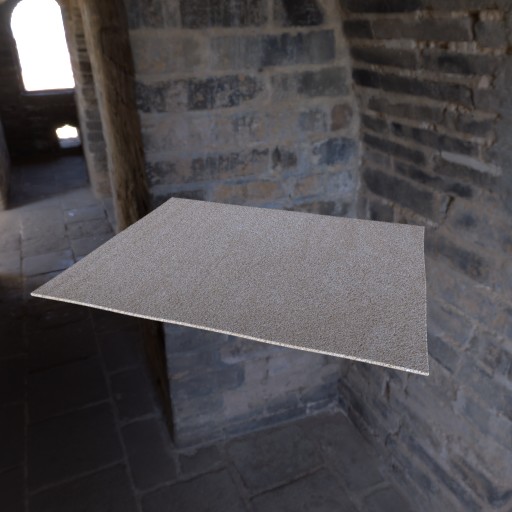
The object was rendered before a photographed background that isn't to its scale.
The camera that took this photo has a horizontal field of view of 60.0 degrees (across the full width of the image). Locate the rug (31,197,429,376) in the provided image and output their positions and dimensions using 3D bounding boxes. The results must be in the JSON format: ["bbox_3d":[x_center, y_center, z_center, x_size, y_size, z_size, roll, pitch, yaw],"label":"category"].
[{"bbox_3d":[0.000,0.000,4.139,3.000,0.026,2.400,8,28,16],"label":"rug"}]
